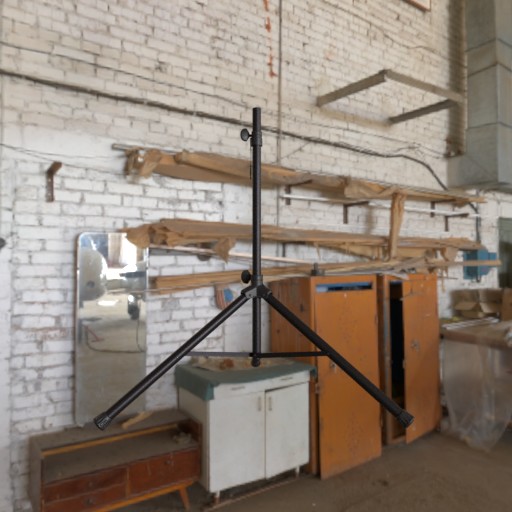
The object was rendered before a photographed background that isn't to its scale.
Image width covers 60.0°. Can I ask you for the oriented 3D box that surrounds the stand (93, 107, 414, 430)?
[{"bbox_3d":[0.000,0.000,1.861,1.045,1.136,0.907,0,-1,1],"label":"stand"}]
